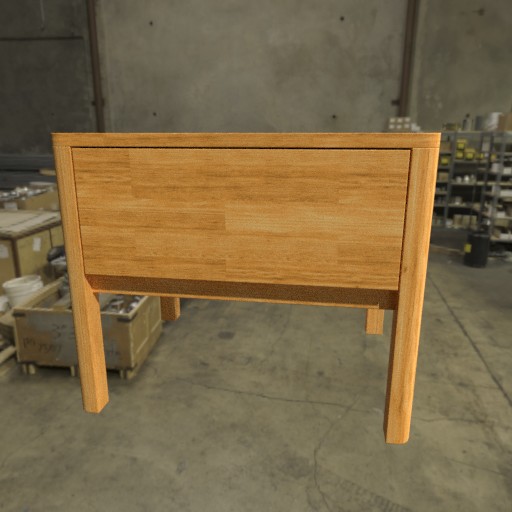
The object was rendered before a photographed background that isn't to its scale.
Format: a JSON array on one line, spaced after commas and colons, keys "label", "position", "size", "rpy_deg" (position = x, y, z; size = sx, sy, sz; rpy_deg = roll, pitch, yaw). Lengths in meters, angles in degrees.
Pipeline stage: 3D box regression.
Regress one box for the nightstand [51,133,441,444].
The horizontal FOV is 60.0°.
[{"label": "nightstand", "position": [0.000, 0.000, 0.881], "size": [0.560, 0.470, 0.440], "rpy_deg": [2, 16, 9]}]
